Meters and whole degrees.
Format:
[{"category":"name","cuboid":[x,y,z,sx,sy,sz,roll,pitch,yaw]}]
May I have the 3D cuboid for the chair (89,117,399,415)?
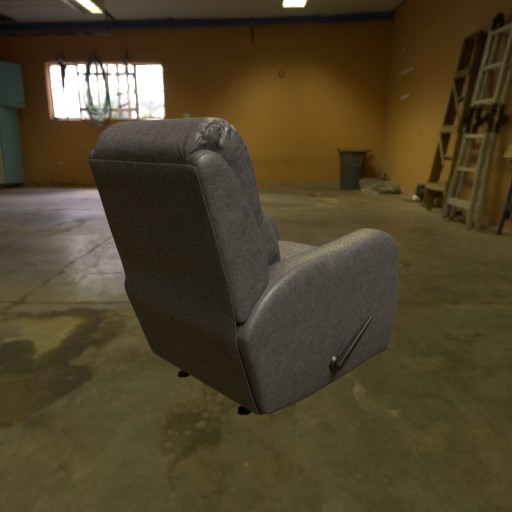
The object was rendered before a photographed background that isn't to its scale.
[{"category":"chair","cuboid":[0.000,0.000,1.846,1.067,1.067,0.865,-14,20,-43]}]
